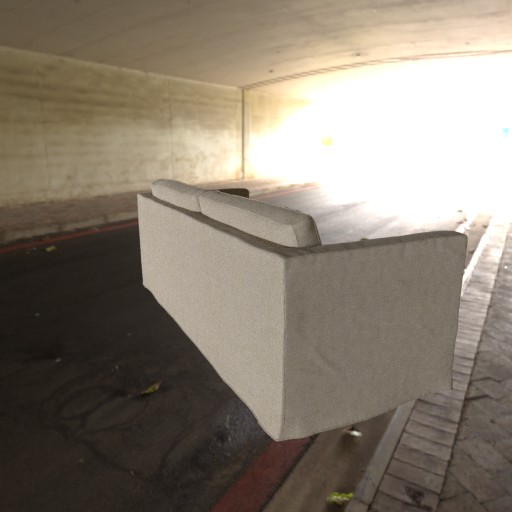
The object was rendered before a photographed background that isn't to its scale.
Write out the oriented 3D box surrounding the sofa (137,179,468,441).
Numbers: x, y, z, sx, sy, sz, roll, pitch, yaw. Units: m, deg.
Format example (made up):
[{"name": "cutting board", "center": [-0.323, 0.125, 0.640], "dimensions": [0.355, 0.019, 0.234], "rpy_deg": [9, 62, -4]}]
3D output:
[{"name": "sofa", "center": [0.000, 0.000, 2.722], "dimensions": [0.956, 0.847, 2.296], "rpy_deg": [-7, 16, -26]}]
